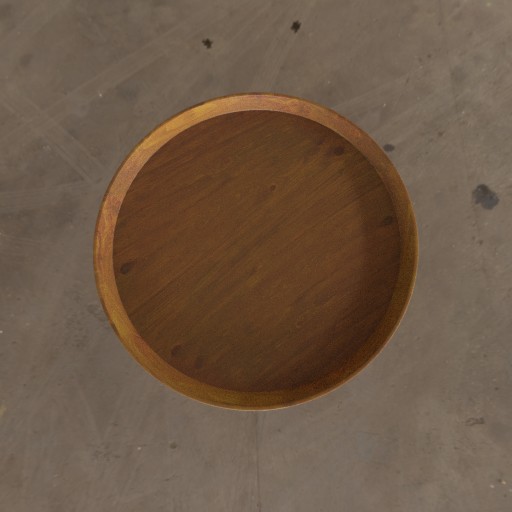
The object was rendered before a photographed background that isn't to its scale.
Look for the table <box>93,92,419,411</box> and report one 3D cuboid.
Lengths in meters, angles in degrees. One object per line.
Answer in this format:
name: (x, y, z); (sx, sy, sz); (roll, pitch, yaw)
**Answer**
table: (0.000, 0.000, 1.584); (1.016, 0.470, 1.016); (0, 75, 0)
